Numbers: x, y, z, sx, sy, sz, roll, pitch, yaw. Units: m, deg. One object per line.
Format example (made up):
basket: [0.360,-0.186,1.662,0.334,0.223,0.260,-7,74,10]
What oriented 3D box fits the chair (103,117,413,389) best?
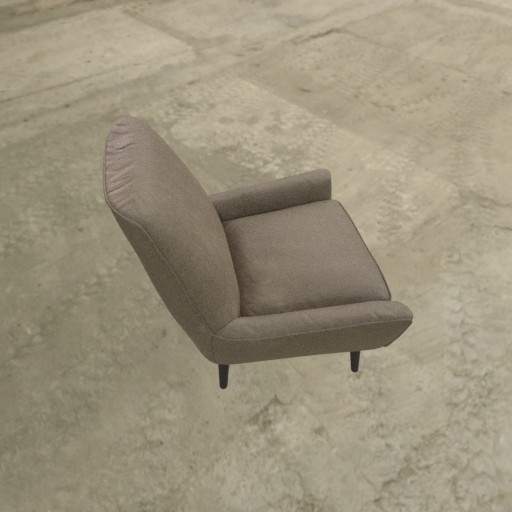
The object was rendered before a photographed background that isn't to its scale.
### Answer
chair: [0.000,0.000,1.528,0.824,0.888,0.787,-9,46,-9]
